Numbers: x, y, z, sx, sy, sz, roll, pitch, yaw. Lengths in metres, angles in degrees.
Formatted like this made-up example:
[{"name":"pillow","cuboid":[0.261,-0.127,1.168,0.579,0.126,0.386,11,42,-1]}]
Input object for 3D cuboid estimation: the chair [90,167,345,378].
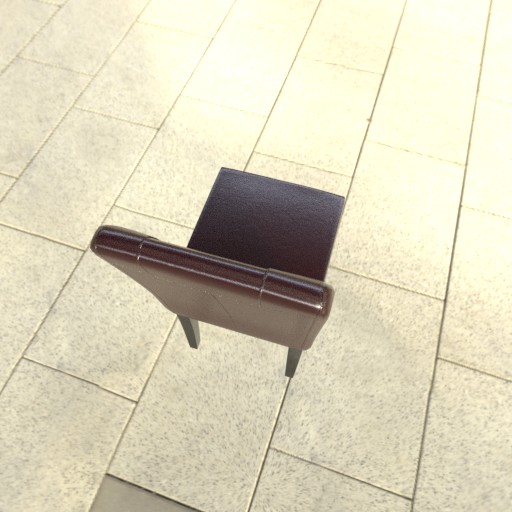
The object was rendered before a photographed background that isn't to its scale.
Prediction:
[{"name":"chair","cuboid":[0.000,0.000,1.174,0.399,0.897,0.556,15,63,8]}]
